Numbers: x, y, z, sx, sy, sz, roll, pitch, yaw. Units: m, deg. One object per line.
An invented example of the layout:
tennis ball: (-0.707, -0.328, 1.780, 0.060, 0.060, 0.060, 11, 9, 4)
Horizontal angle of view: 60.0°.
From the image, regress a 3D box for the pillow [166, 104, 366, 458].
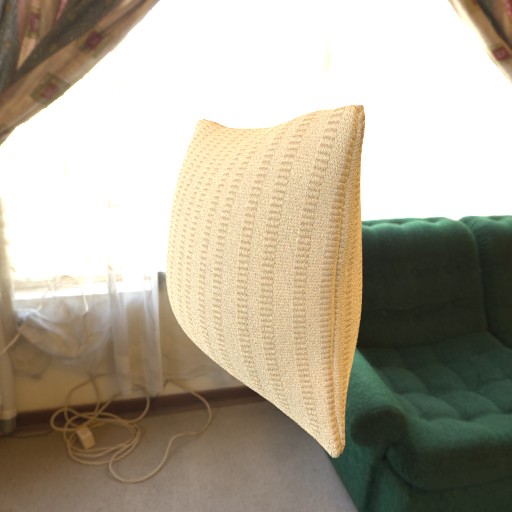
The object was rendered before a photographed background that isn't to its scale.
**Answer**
pillow: (0.000, 0.000, 0.679, 0.247, 0.419, 0.438, -8, 17, -28)
